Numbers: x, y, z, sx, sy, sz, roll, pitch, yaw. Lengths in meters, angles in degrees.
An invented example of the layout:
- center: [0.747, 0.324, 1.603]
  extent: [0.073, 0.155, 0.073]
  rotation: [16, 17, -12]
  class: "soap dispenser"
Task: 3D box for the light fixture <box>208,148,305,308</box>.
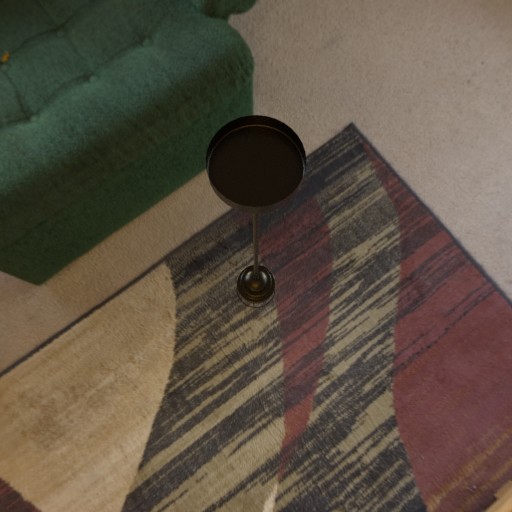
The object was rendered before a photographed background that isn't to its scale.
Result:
- center: [0.000, 0.000, 0.986]
  extent: [0.123, 0.920, 0.123]
  rotation: [34, 78, 8]
  class: "light fixture"
